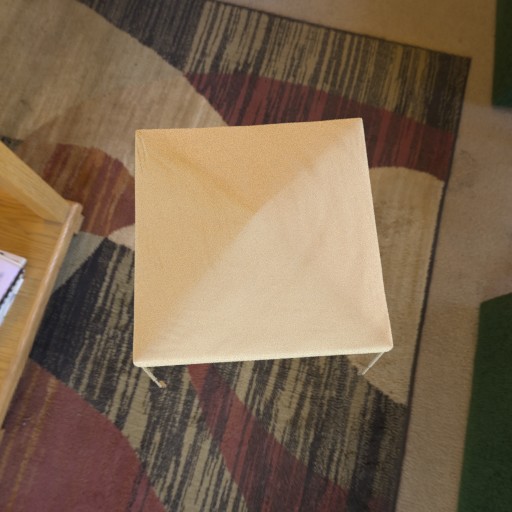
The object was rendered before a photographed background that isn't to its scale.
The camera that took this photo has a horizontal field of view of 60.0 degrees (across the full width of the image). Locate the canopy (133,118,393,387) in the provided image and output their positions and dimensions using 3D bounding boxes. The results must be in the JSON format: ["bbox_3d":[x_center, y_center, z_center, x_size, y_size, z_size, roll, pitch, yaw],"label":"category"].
[{"bbox_3d":[0.000,0.000,6.515,3.599,3.600,3.600,-3,75,-1],"label":"canopy"}]
